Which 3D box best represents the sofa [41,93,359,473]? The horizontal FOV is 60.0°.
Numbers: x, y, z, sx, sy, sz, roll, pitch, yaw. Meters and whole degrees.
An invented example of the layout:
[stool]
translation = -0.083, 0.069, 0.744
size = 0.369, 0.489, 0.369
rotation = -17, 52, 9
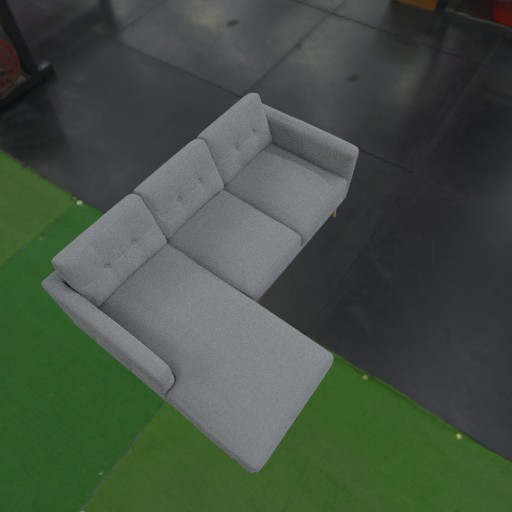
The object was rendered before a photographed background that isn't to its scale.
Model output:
[sofa]
translation = 0.000, 0.000, 2.846
size = 1.530, 0.860, 2.040
rotation = 32, 63, 19
